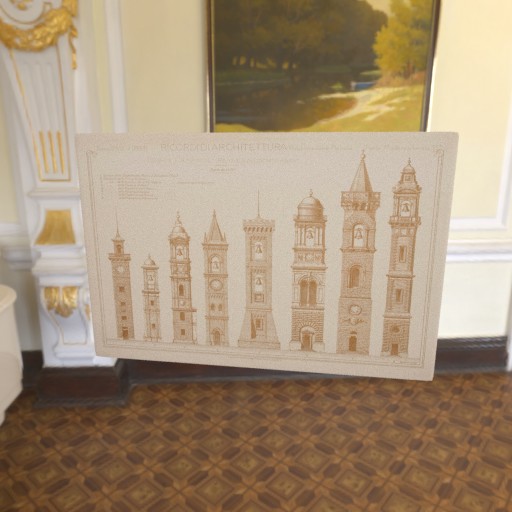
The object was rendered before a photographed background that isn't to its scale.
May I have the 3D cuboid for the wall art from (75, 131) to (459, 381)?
[{"bbox_3d":[0.000,0.000,0.473,0.380,0.254,0.019,2,14,8],"label":"wall art"}]
